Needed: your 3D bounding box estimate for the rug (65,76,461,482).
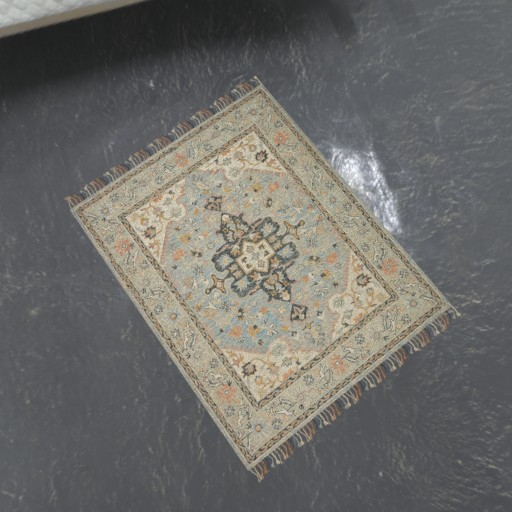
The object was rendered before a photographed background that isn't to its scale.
[{"bbox_3d":[0.000,0.000,4.255,2.379,0.011,3.221,-36,79,-8],"label":"rug"}]
